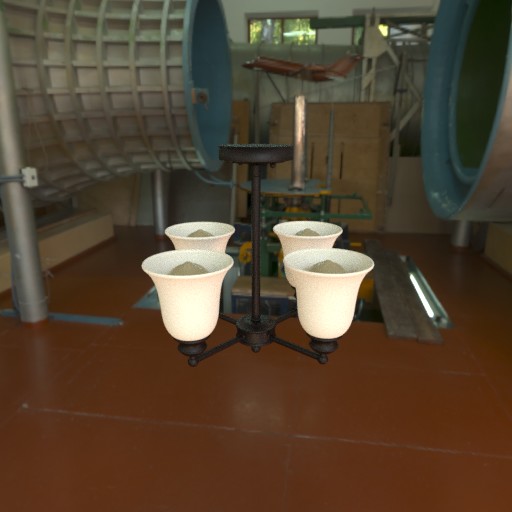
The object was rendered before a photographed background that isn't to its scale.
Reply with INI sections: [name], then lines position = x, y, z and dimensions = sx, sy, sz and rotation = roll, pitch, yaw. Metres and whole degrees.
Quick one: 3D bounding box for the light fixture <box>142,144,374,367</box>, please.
[light fixture]
position = 0.000, 0.000, 1.911
dimensions = 1.069, 0.925, 1.069
rotation = 15, 22, 41
